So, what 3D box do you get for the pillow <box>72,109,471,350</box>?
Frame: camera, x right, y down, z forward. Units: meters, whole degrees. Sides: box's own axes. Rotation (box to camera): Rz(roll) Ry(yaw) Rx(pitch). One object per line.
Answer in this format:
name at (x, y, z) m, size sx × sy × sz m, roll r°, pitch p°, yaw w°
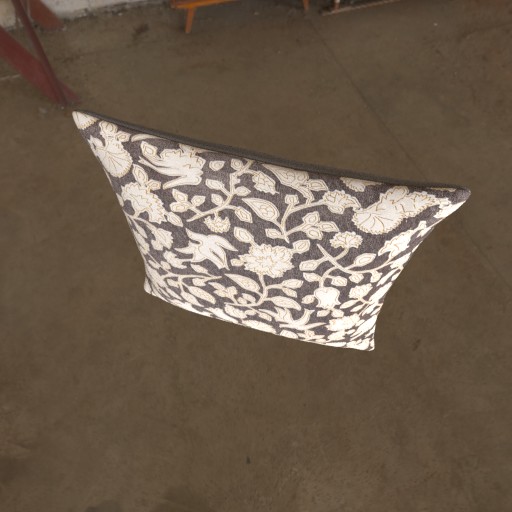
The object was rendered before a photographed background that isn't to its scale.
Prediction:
pillow at (0.000, 0.000, 0.772) m, size 0.526 × 0.507 × 0.166 m, roll 13°, pitch 59°, yaw 8°
